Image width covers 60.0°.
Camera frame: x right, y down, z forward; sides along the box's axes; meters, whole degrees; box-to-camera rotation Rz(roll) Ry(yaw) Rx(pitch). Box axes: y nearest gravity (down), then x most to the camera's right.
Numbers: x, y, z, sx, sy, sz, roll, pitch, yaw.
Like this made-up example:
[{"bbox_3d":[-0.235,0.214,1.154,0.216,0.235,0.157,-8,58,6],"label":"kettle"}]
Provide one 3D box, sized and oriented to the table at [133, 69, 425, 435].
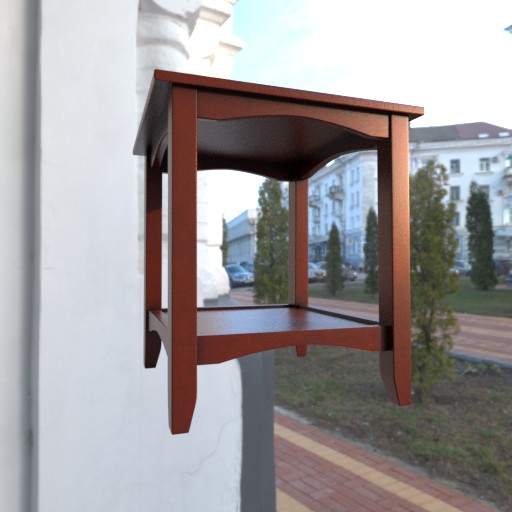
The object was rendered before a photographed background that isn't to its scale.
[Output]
[{"bbox_3d":[0.000,0.000,0.986,0.522,0.558,0.523,0,-1,-17],"label":"table"}]
